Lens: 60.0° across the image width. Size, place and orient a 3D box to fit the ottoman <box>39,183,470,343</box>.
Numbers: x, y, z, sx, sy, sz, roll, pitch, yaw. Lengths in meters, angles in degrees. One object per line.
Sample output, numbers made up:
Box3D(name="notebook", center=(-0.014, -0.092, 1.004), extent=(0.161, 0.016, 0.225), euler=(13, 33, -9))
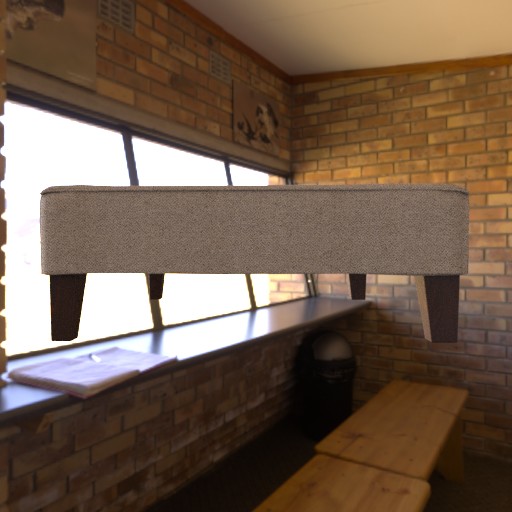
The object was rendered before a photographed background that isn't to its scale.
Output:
Box3D(name="ottoman", center=(0.000, 0.000, 1.464), extent=(0.973, 0.381, 0.982), euler=(0, 1, 1))
